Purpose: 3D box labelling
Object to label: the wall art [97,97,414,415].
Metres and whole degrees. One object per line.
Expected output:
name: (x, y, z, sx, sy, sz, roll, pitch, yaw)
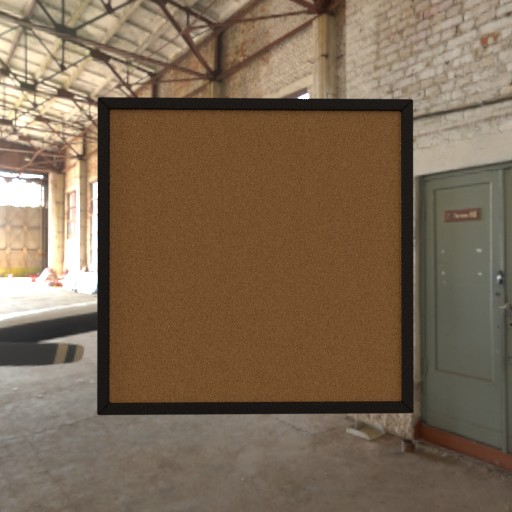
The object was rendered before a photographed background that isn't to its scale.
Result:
wall art: (0.000, 0.000, 0.445, 0.305, 0.305, 0.037, 0, 0, -1)
